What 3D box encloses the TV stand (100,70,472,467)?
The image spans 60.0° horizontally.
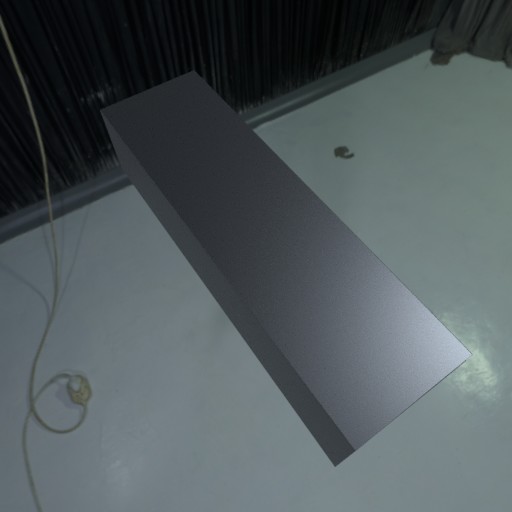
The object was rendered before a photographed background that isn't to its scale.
[{"bbox_3d":[0.000,0.000,1.510,0.390,0.518,1.312,-31,63,-17],"label":"TV stand"}]
